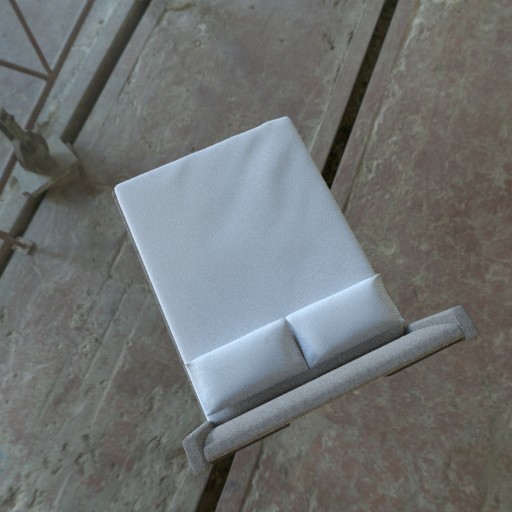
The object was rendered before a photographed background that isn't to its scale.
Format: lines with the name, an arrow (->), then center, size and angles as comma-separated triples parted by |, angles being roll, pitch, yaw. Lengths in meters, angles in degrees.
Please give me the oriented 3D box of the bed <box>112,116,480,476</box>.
bed -> 0.000, 0.000, 3.321 | 1.714, 1.481, 2.245 | -24, 76, -7
